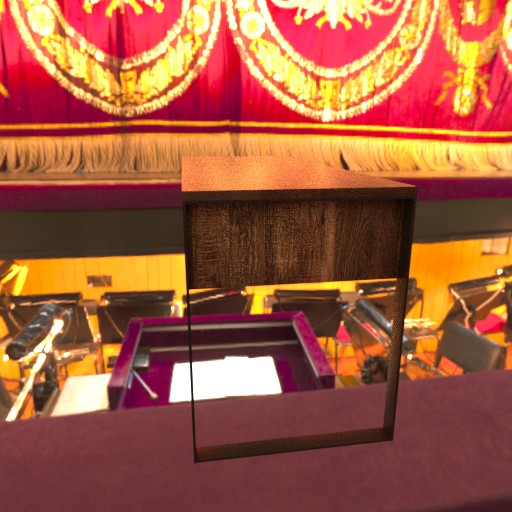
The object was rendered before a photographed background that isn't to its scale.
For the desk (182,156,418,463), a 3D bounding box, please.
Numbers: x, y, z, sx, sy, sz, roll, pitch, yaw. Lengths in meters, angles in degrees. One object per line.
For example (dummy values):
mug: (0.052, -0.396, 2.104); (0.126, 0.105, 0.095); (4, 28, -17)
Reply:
desk: (0.000, 0.000, 1.911); (0.599, 0.762, 1.524); (-2, 16, -9)
